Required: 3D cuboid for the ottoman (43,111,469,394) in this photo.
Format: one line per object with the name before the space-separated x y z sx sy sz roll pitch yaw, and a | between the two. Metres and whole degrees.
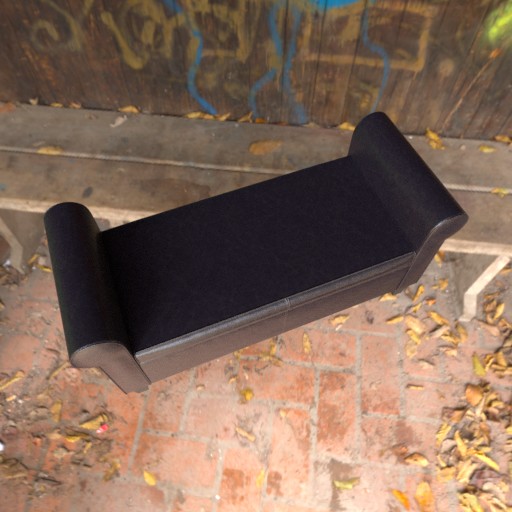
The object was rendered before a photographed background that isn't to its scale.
ottoman | 0.000 0.000 1.592 1.256 0.547 0.521 -19 60 -11
